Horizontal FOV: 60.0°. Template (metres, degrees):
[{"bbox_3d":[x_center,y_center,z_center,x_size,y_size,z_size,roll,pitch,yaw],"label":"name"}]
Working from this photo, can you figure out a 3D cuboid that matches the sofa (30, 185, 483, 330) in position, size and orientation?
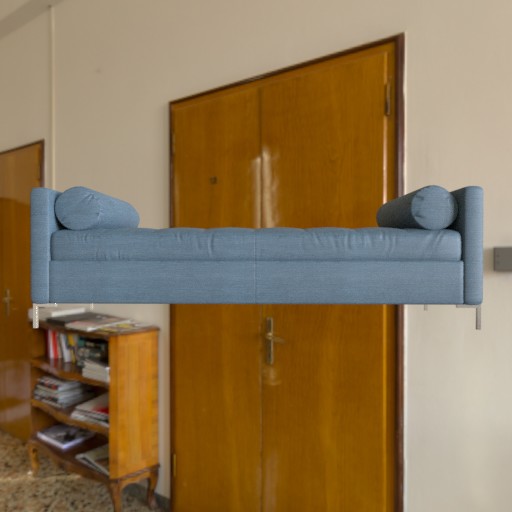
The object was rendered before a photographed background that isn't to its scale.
[{"bbox_3d":[0.000,0.000,2.268,1.981,0.635,0.686,0,0,1],"label":"sofa"}]
